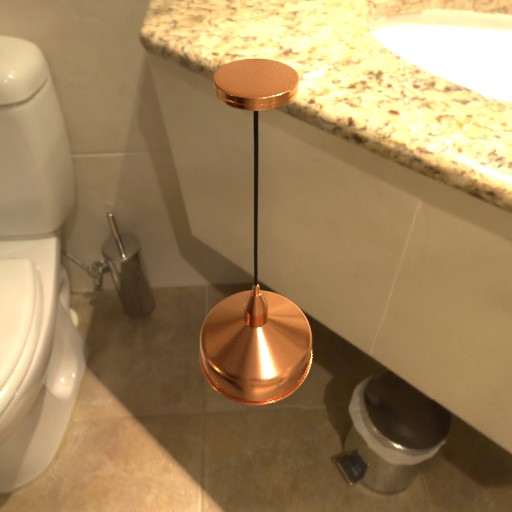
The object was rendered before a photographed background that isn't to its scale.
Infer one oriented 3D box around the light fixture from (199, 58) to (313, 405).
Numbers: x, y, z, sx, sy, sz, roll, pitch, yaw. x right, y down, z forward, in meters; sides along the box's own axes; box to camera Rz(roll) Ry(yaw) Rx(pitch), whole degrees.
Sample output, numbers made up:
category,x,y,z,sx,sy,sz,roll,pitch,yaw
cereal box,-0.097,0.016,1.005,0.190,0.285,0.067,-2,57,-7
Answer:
category,x,y,z,sx,sy,sz,roll,pitch,yaw
light fixture,0.000,0.000,0.910,0.301,0.754,0.301,-32,55,-26
